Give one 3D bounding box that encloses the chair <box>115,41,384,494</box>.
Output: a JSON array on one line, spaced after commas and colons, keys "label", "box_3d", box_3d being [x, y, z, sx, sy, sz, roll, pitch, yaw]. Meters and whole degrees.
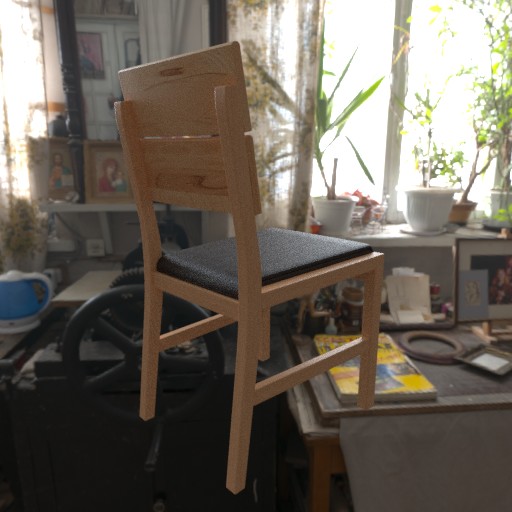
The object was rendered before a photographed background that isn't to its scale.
[{"label": "chair", "box_3d": [0.000, 0.000, 1.223, 0.560, 0.950, 0.475, -13, 19, -43]}]
